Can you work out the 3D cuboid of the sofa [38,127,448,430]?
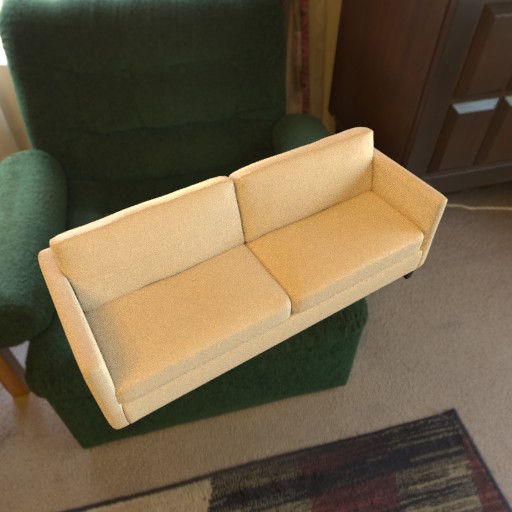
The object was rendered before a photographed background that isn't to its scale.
[{"bbox_3d":[0.000,0.000,2.915,2.434,0.965,0.948,-24,51,-21],"label":"sofa"}]
